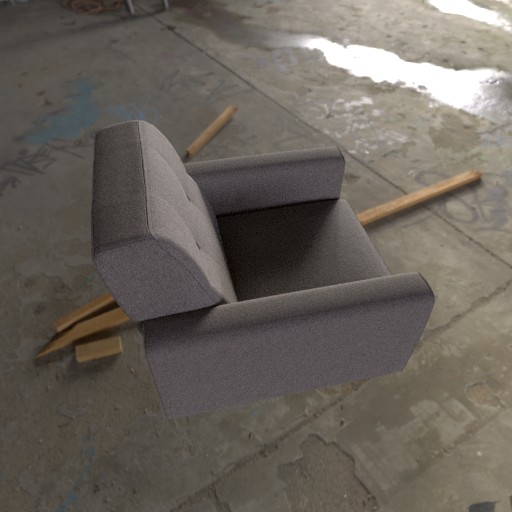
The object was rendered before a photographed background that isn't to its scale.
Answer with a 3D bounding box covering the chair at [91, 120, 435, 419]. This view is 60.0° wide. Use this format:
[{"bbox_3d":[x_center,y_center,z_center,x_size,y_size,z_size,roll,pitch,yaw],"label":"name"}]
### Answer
[{"bbox_3d":[0.000,0.000,1.542,0.907,0.839,0.831,-10,47,-9],"label":"chair"}]
